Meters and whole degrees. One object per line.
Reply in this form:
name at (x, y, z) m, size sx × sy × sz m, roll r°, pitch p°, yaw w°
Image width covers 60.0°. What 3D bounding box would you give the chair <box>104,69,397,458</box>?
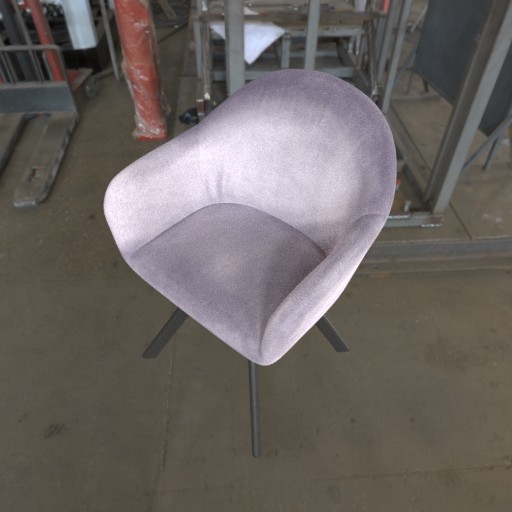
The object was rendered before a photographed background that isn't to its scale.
chair at (0.000, 0.000, 1.132) m, size 0.570 × 0.780 × 0.540 m, roll 32°, pitch 53°, yaw 28°
